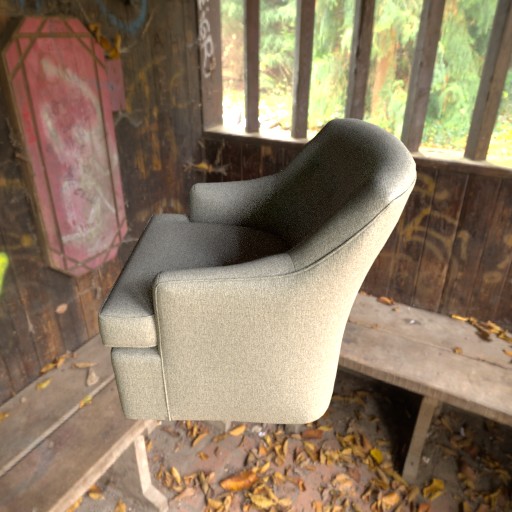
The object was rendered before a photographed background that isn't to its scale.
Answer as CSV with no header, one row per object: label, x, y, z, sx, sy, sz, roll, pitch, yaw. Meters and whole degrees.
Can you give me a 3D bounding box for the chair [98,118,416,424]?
chair,0.000,0.000,1.578,0.923,0.856,0.864,0,28,0
